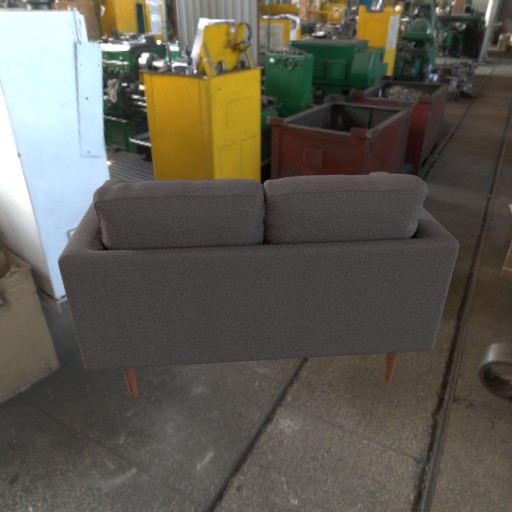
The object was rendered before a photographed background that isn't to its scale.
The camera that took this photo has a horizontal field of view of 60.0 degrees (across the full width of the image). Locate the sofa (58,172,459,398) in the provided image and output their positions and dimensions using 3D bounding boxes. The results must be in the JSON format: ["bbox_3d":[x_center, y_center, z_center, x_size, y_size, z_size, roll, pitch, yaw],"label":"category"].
[{"bbox_3d":[0.000,0.000,2.000,1.430,0.908,0.796,-2,30,-4],"label":"sofa"}]
